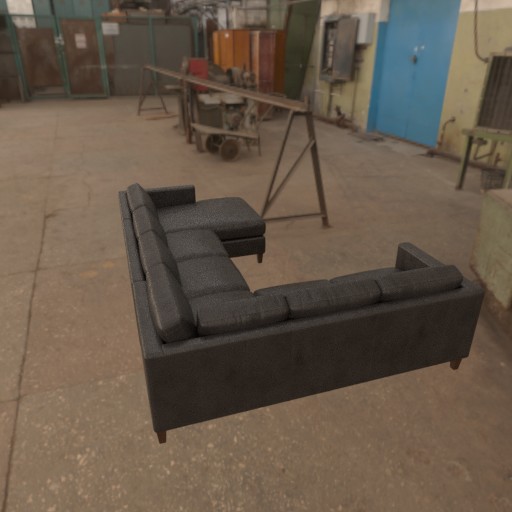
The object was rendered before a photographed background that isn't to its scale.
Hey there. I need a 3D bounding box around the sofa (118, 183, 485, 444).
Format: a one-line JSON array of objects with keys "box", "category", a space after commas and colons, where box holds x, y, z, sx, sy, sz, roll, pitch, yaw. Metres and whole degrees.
[{"box": [0.000, 0.000, 4.431, 2.452, 0.891, 3.324, -8, 27, -16], "category": "sofa"}]
